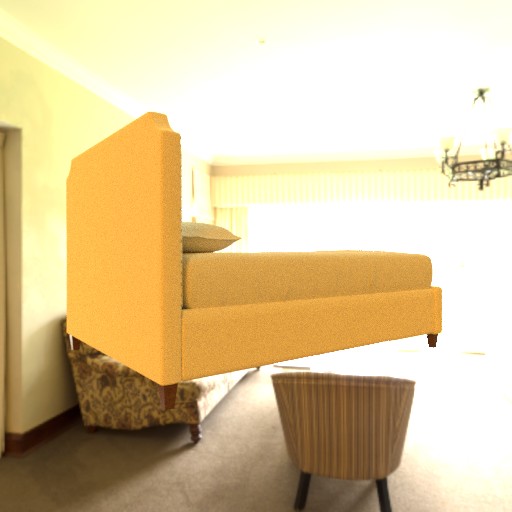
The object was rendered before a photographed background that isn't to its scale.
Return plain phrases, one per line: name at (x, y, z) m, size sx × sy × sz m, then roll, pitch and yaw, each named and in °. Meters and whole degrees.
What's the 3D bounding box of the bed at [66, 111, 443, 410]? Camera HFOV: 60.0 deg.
bed at (0.000, 0.000, 3.379) m, size 2.329 × 1.415 × 1.703 m, roll 0°, pitch 1°, yaw -37°
